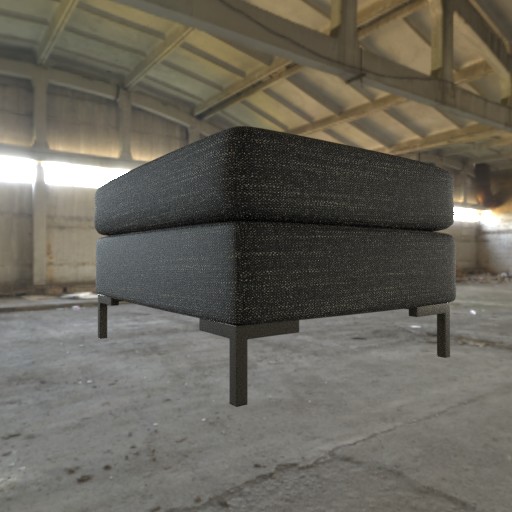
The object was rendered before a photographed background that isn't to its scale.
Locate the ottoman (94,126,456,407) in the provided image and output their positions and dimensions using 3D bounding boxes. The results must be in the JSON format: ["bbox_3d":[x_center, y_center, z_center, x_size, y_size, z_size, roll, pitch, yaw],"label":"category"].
[{"bbox_3d":[0.000,0.000,1.208,0.667,0.491,0.814,0,0,-36],"label":"ottoman"}]
